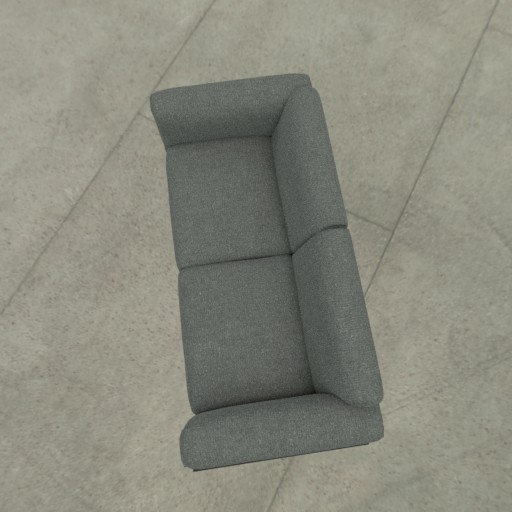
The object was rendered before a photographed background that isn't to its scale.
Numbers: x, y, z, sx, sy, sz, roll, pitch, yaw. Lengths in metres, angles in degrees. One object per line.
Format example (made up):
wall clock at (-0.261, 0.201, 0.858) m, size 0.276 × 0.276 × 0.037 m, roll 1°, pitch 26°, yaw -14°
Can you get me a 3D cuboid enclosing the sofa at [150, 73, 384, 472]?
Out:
sofa at (0.000, 0.000, 2.555) m, size 0.985 × 0.703 × 2.125 m, roll -8°, pitch 74°, yaw -2°
